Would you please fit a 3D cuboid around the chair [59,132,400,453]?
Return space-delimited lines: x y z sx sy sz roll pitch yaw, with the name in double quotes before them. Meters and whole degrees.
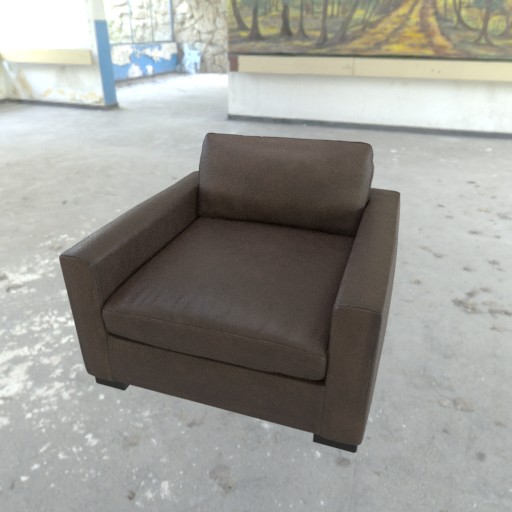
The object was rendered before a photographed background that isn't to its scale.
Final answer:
"chair" 0.000 0.000 1.823 1.100 0.812 1.069 9 29 17
